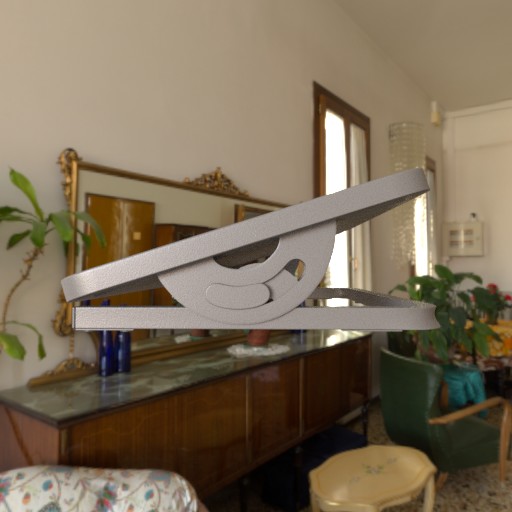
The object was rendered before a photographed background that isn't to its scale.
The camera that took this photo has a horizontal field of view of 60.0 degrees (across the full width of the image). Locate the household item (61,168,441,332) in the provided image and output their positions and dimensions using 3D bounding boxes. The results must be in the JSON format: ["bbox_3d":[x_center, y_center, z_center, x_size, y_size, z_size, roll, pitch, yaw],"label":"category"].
[{"bbox_3d":[0.000,0.000,0.518,0.301,0.126,0.390,0,-2,2],"label":"household item"}]
